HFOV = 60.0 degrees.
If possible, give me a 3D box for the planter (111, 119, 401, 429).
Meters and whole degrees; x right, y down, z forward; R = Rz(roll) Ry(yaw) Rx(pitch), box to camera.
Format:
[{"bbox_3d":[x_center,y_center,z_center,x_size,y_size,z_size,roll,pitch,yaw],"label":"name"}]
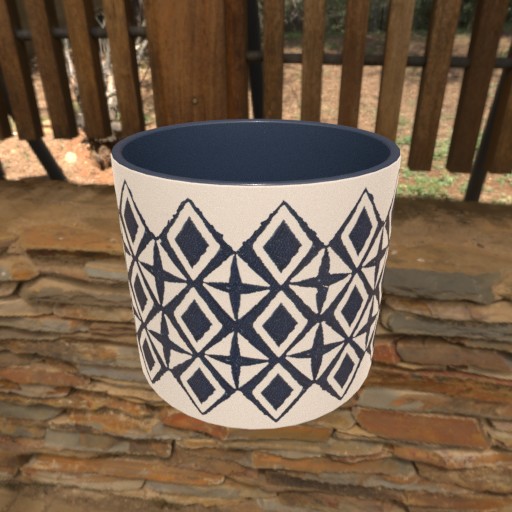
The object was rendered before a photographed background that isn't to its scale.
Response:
[{"bbox_3d":[0.000,0.000,0.398,0.224,0.203,0.224,0,26,0],"label":"planter"}]
